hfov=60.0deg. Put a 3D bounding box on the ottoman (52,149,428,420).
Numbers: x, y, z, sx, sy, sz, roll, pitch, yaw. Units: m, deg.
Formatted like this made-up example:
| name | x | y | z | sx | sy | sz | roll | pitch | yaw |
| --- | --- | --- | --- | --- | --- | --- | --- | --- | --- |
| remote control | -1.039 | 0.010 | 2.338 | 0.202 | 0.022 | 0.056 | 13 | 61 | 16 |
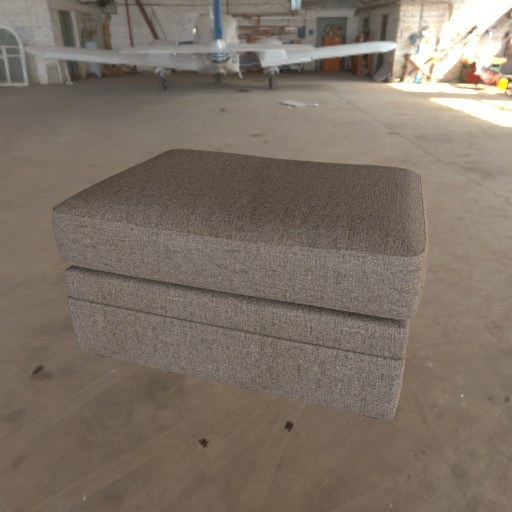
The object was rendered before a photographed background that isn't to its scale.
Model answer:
| name | x | y | z | sx | sy | sz | roll | pitch | yaw |
| --- | --- | --- | --- | --- | --- | --- | --- | --- | --- |
| ottoman | 0.000 | 0.000 | 1.275 | 0.885 | 0.478 | 0.637 | 8 | 28 | 16 |
